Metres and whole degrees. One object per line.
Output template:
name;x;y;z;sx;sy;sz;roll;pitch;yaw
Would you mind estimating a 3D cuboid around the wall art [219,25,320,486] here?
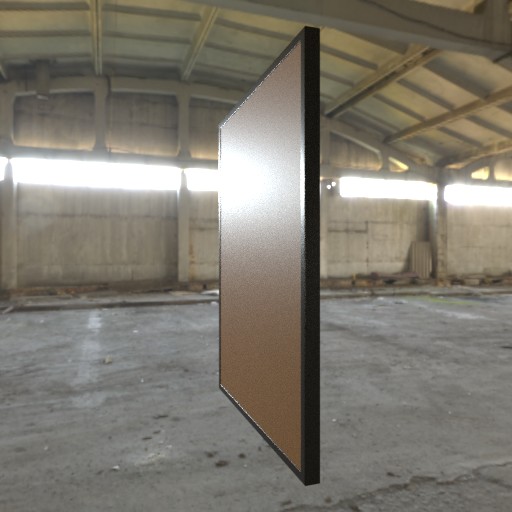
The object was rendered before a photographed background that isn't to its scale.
wall art;0.000;0.000;1.407;0.039;1.061;0.804;0;0;-19
